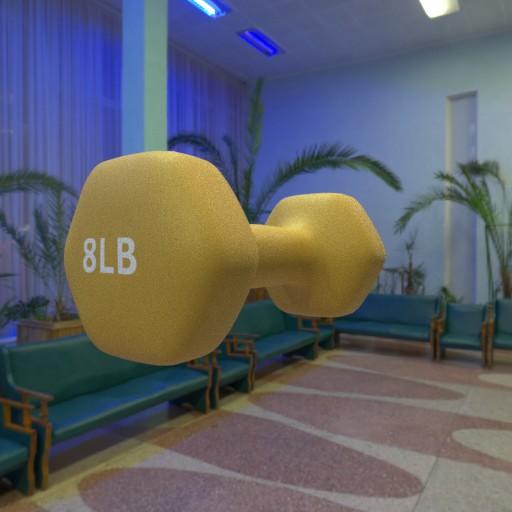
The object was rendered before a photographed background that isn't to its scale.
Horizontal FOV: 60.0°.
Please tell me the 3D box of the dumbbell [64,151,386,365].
[{"bbox_3d":[0.000,0.000,0.241,0.090,0.082,0.190,0,1,36],"label":"dumbbell"}]
